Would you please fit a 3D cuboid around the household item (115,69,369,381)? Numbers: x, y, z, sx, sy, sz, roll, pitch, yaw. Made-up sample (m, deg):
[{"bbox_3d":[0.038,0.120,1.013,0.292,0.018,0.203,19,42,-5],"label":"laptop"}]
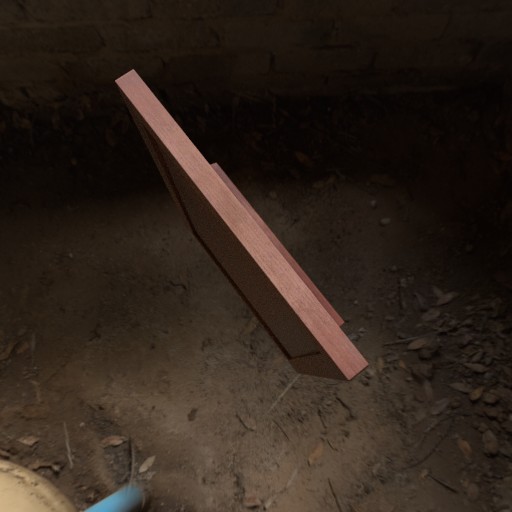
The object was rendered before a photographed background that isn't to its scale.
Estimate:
[{"bbox_3d":[0.000,0.000,0.549,0.067,0.407,0.310,-36,79,-8],"label":"household item"}]
